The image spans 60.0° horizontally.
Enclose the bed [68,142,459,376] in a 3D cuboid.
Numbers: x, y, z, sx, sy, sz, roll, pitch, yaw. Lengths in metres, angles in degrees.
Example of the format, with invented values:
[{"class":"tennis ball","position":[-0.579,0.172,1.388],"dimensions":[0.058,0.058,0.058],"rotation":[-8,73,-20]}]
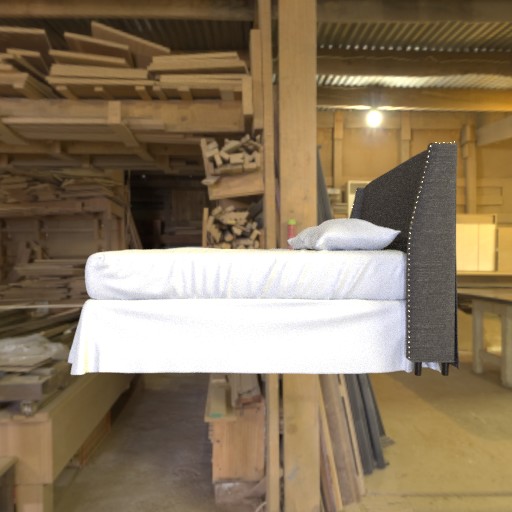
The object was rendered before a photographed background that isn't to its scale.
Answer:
[{"class":"bed","position":[0.000,0.000,3.410],"dimensions":[2.276,1.332,1.925],"rotation":[0,1,0]}]
